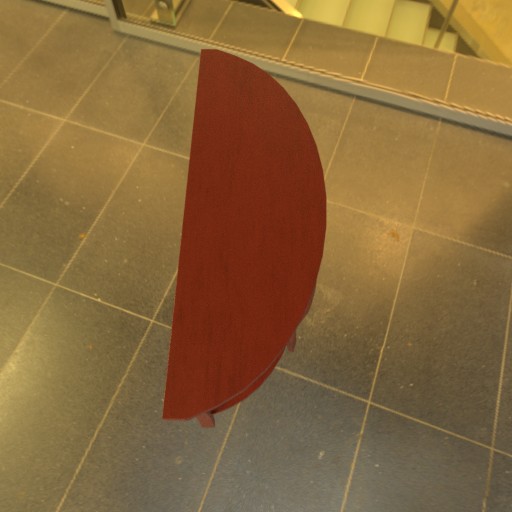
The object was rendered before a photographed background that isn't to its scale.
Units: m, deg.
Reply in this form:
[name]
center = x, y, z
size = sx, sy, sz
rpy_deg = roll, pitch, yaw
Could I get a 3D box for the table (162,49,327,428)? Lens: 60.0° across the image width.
[table]
center = 0.000, 0.000, 1.620
size = 0.405, 0.779, 1.219
rpy_deg = 1, 64, 0
